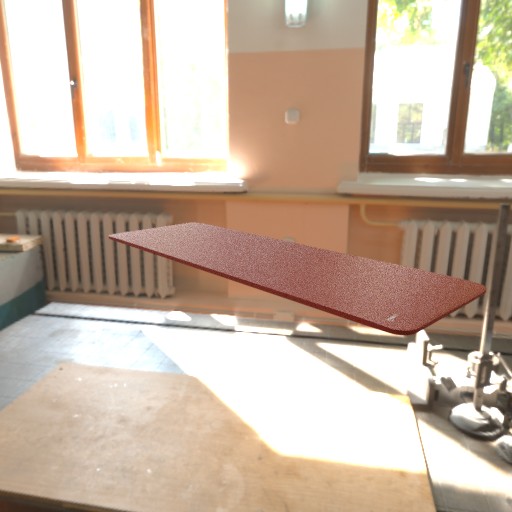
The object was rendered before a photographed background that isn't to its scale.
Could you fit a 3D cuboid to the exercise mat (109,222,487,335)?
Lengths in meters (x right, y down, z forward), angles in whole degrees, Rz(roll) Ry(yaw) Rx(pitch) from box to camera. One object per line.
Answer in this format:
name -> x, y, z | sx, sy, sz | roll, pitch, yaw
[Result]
exercise mat -> 0.000, 0.000, 2.081 | 0.616, 0.021, 1.869 | -13, 20, -42
